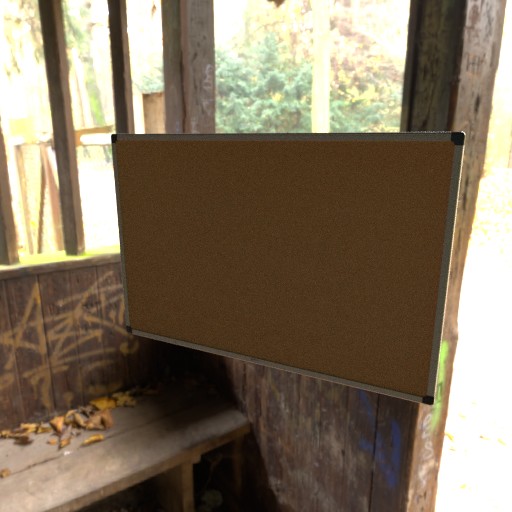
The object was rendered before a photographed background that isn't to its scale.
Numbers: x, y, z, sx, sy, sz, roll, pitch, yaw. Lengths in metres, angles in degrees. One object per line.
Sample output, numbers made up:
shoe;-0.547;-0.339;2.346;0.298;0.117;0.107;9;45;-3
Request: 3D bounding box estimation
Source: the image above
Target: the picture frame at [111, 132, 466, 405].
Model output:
picture frame;0.000;0.000;1.121;0.900;0.600;0.010;7;16;25
